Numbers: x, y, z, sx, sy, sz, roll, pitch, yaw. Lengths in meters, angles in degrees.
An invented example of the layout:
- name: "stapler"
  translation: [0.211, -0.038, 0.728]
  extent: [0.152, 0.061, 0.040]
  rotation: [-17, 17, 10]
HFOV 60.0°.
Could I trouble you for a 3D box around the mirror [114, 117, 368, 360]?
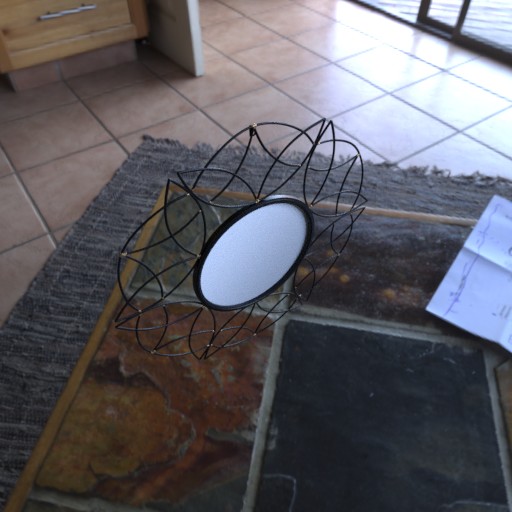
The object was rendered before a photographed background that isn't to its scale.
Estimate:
- name: "mirror"
  translation: [0.000, 0.000, 1.185]
  extent: [0.797, 0.775, 0.028]
  rotation: [-26, 52, -22]
